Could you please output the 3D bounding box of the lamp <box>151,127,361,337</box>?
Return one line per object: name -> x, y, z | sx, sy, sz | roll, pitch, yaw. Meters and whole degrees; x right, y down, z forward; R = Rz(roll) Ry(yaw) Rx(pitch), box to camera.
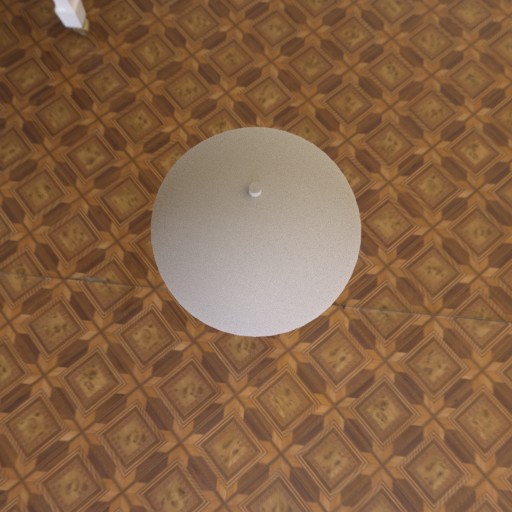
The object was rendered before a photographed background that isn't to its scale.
lamp -> 0.000, 0.000, 0.441 | 0.171, 0.330, 0.171 | 0, 75, 0
